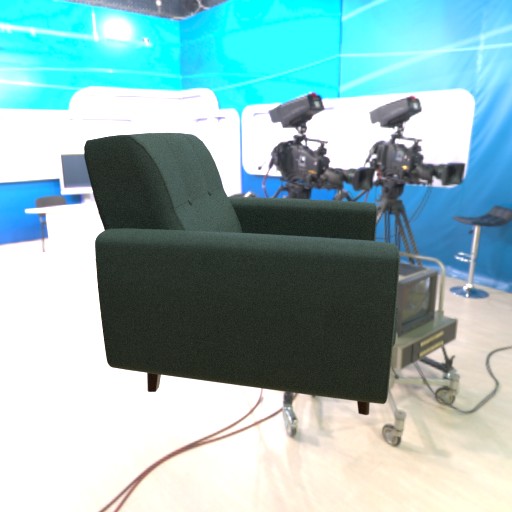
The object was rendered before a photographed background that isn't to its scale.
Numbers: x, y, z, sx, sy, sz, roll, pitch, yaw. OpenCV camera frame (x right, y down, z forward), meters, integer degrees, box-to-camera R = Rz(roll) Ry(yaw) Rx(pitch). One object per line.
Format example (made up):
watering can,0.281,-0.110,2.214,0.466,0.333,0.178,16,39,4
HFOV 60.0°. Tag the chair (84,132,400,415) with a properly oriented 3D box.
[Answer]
chair,0.000,0.000,1.563,0.909,0.841,0.831,3,16,10
